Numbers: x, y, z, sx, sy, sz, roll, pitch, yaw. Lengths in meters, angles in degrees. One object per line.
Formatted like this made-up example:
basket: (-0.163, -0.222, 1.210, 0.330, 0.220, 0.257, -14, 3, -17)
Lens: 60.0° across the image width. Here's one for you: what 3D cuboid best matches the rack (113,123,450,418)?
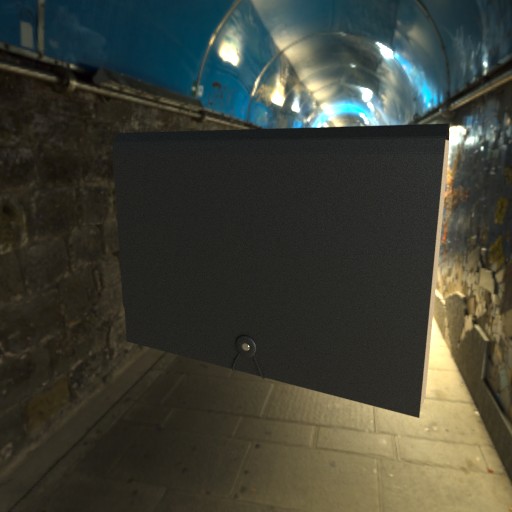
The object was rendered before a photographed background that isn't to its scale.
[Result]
rack: (0.000, 0.000, 0.437, 0.330, 0.241, 0.041, 7, 15, 27)
